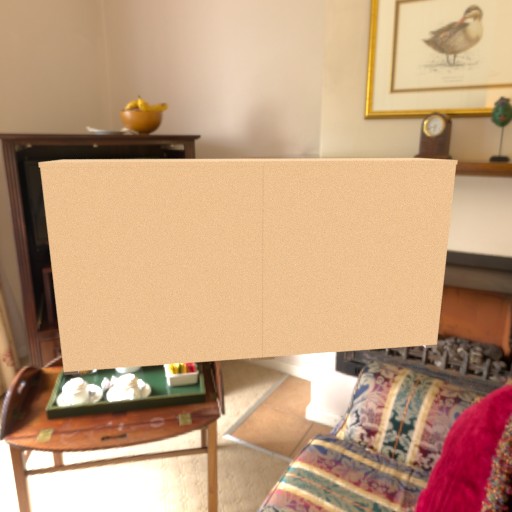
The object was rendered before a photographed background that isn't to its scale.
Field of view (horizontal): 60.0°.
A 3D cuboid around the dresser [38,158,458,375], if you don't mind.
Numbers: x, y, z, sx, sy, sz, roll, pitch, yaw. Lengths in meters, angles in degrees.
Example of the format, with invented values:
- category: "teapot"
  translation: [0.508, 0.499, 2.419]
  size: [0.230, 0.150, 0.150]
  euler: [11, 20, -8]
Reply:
- category: "dresser"
  translation: [0.000, 0.000, 1.863]
  size: [1.535, 0.790, 0.333]
  euler: [-2, 14, -9]
